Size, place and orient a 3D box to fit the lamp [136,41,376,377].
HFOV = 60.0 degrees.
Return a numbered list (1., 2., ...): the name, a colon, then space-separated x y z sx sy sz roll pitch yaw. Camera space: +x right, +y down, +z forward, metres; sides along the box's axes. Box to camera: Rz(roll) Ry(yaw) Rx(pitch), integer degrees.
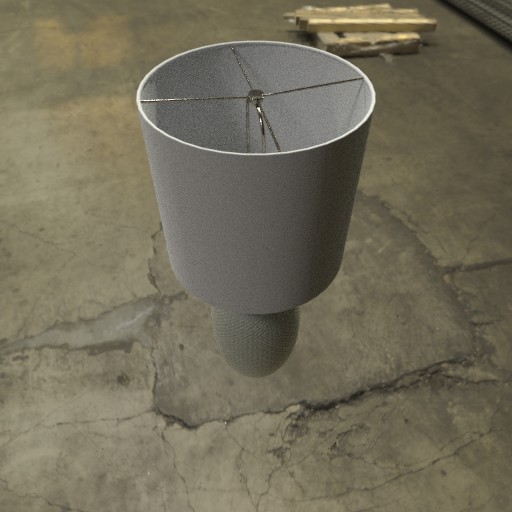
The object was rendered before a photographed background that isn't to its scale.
1. lamp: 0.000 0.000 0.572 0.217 0.453 0.217 -9 48 -9
